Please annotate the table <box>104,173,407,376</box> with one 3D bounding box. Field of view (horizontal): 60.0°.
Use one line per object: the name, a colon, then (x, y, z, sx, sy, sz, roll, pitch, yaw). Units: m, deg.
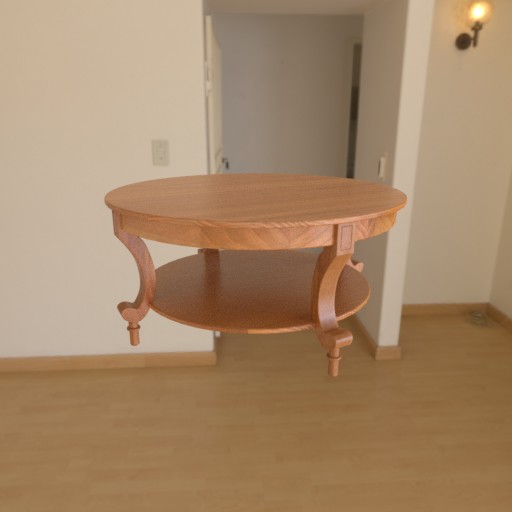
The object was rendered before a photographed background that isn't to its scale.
table: (0.000, 0.000, 1.645, 1.029, 0.490, 1.029, 0, 17, 0)
